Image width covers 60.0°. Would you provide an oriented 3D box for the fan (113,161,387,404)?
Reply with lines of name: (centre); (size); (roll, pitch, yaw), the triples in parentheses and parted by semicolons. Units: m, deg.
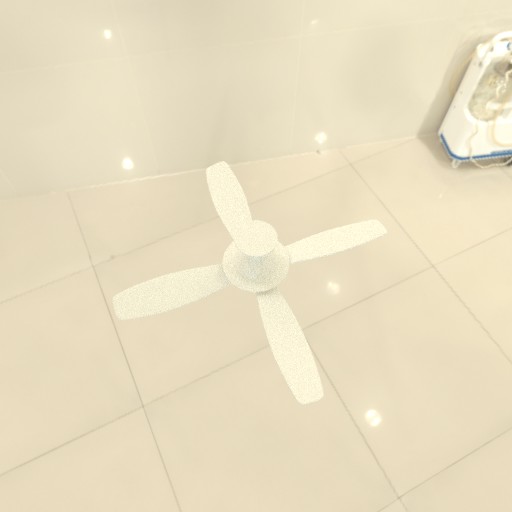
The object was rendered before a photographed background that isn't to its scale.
fan: (0.000, 0.000, 2.553); (1.694, 0.382, 1.693); (-17, 61, -10)
